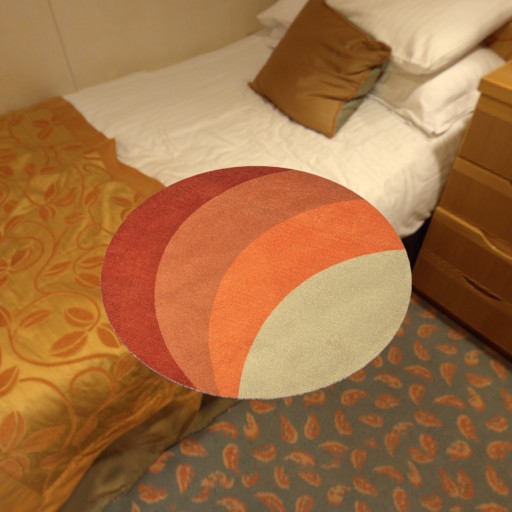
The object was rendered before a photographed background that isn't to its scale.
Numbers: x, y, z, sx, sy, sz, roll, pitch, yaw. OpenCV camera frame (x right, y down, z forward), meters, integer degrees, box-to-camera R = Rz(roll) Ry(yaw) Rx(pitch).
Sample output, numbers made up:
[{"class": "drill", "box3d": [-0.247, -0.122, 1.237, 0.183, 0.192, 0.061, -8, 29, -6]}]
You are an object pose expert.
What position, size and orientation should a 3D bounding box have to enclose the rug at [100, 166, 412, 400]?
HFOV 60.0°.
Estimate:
[{"class": "rug", "box3d": [0.000, 0.000, 2.216, 1.514, 0.015, 1.514, 0, 47, 0]}]
